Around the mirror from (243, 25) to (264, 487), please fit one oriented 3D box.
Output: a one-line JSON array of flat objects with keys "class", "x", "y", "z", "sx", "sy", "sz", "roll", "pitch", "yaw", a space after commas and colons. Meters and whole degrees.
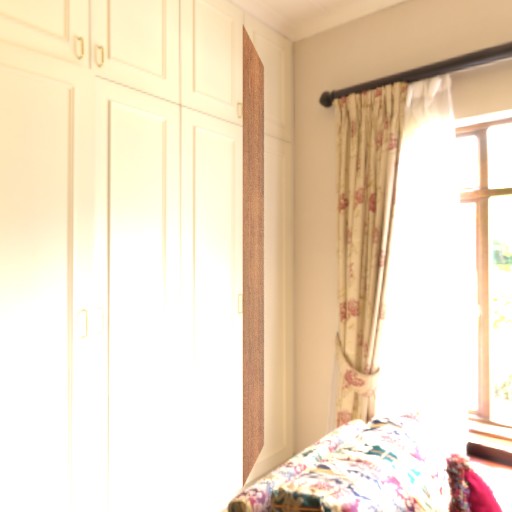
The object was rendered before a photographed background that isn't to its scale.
[{"class": "mirror", "x": 0.000, "y": 0.000, "z": 1.288, "sx": 0.047, "sy": 1.010, "sz": 0.651, "roll": 0, "pitch": 0, "yaw": 1}]
